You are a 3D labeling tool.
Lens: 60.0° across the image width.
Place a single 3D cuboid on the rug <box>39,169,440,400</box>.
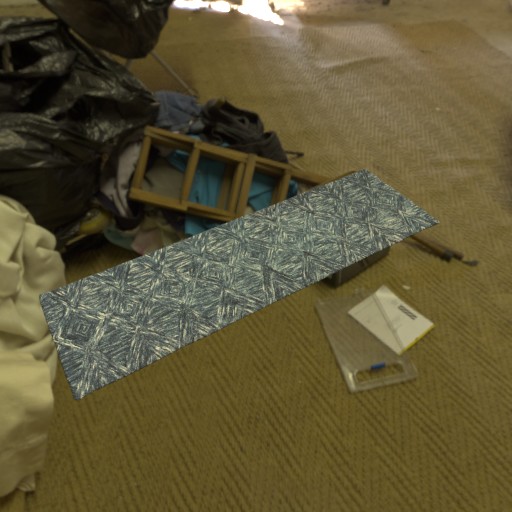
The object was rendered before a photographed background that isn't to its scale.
[{"bbox_3d":[0.000,0.000,2.586,2.306,0.013,0.719,-24,49,-22],"label":"rug"}]
